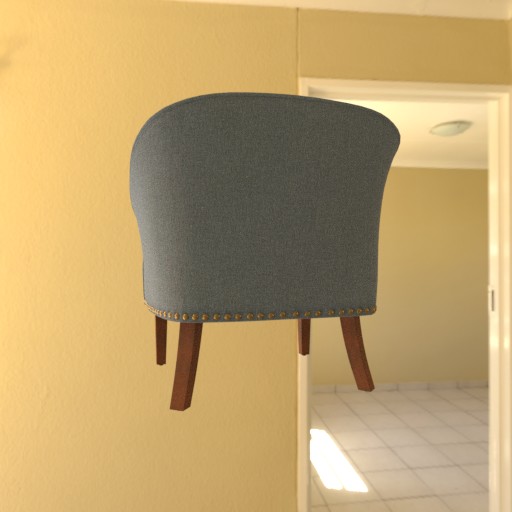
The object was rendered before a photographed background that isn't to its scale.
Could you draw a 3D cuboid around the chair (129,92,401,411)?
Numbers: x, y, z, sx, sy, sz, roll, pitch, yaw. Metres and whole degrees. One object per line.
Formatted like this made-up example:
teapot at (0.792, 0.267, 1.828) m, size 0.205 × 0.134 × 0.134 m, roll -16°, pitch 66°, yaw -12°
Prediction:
chair at (0.000, 0.000, 1.449) m, size 0.798 × 0.815 × 0.704 m, roll 0°, pitch 0°, yaw -17°
